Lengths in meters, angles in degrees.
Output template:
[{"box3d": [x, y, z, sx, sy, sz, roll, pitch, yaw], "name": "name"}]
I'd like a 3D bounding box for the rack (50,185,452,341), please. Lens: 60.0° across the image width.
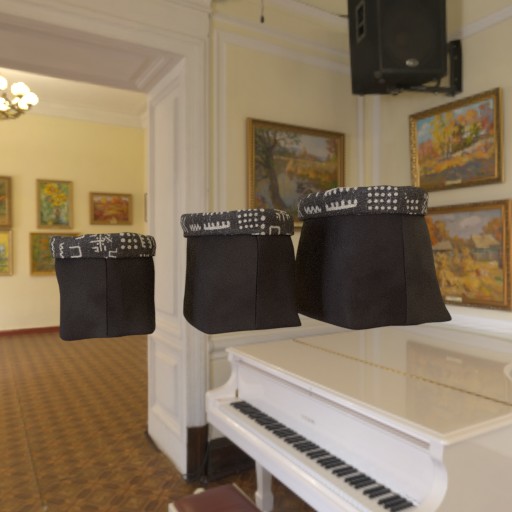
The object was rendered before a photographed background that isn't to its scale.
[{"box3d": [0.000, 0.000, 1.070, 0.905, 0.323, 0.379, 0, 1, -18], "name": "rack"}]
